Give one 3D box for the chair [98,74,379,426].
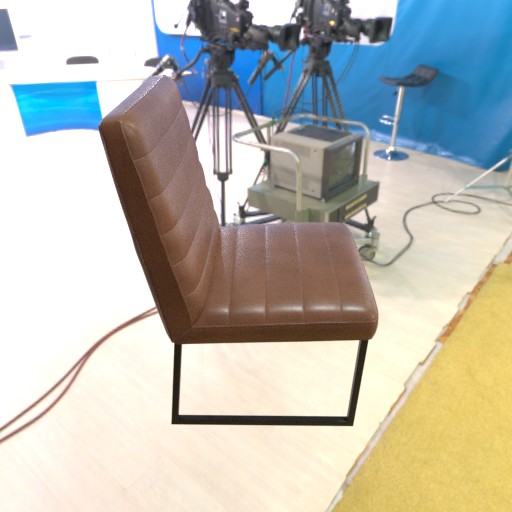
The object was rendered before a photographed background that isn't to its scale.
[{"bbox_3d":[0.000,0.000,1.304,0.634,0.930,0.520,0,32,1],"label":"chair"}]
